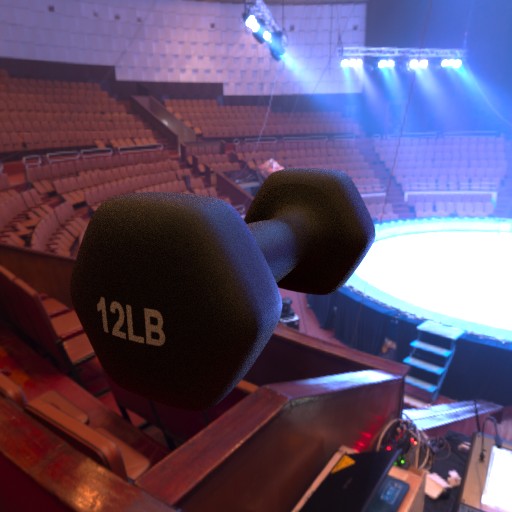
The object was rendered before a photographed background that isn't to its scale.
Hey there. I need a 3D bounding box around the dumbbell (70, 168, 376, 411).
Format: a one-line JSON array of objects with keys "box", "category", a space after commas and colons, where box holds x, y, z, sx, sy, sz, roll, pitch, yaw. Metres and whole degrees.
[{"box": [0.000, 0.000, 0.291, 0.112, 0.101, 0.231, 8, 17, 28], "category": "dumbbell"}]
